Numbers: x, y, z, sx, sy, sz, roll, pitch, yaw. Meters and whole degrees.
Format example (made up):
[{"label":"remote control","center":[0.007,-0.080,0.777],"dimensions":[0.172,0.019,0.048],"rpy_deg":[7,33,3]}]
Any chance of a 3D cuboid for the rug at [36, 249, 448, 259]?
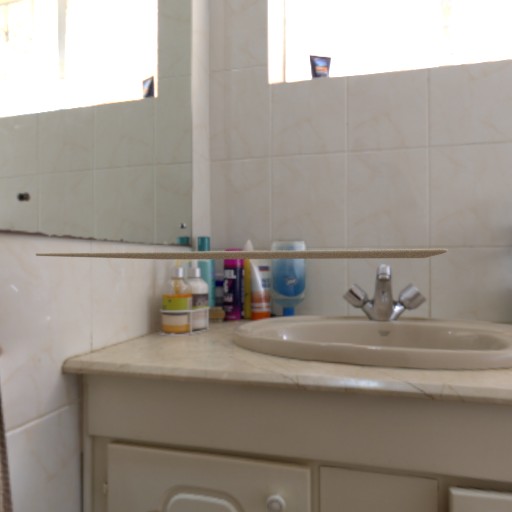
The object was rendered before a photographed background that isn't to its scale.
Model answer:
[{"label":"rug","center":[0.000,0.000,2.451],"dimensions":[1.848,0.014,1.238],"rpy_deg":[0,-1,17]}]
